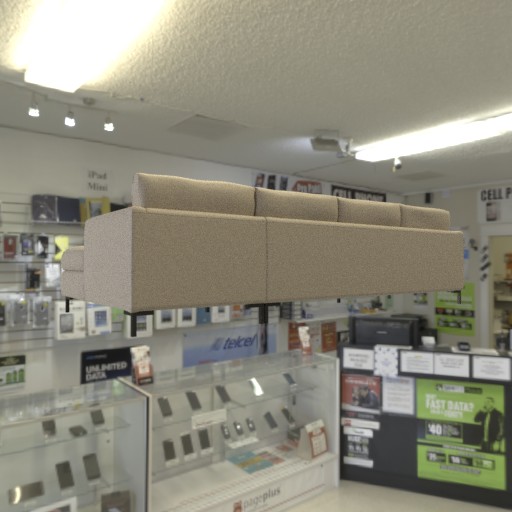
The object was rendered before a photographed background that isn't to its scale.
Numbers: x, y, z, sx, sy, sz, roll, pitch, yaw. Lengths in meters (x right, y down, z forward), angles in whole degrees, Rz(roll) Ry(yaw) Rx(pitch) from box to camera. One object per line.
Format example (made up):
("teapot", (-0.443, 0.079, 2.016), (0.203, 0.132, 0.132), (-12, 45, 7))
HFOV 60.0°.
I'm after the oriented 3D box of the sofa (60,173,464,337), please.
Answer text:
("sofa", (0.000, 0.000, 3.451), (2.737, 0.756, 1.879), (1, -1, -36))
